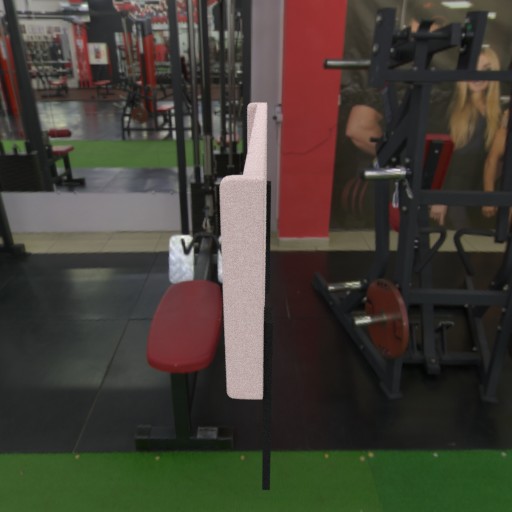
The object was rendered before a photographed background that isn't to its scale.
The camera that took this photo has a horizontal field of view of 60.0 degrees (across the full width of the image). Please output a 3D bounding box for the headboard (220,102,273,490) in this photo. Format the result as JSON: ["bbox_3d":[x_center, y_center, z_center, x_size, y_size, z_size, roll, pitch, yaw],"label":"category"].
[{"bbox_3d":[0.000,0.000,2.660,0.184,1.524,2.051,1,25,1],"label":"headboard"}]
